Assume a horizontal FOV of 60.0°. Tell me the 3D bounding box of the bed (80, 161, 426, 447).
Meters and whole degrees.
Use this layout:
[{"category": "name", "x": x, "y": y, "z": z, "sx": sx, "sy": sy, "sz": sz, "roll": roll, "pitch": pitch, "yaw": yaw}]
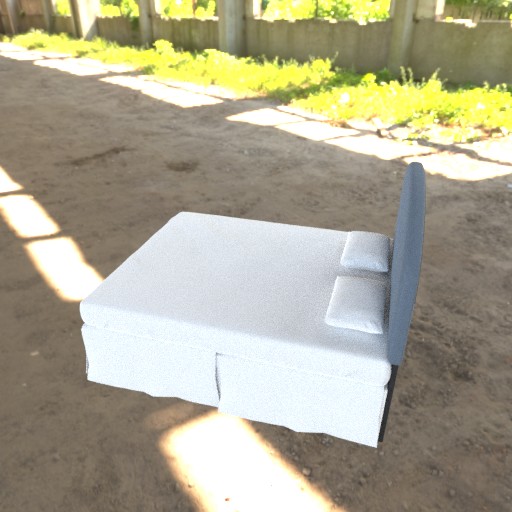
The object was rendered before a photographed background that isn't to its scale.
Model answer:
[{"category": "bed", "x": 0.000, "y": 0.000, "z": 3.098, "sx": 2.005, "sy": 1.410, "sz": 1.607, "roll": 8, "pitch": 30, "yaw": 15}]
